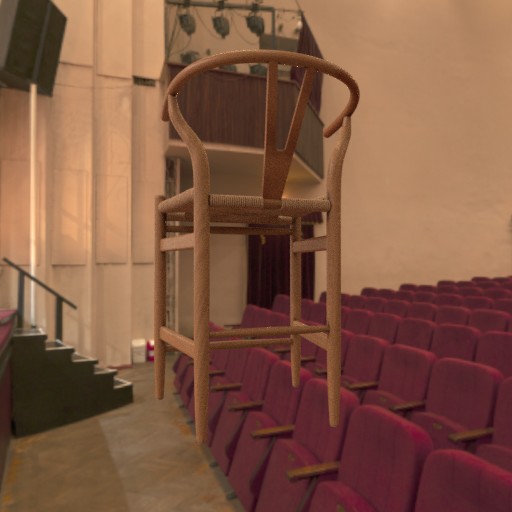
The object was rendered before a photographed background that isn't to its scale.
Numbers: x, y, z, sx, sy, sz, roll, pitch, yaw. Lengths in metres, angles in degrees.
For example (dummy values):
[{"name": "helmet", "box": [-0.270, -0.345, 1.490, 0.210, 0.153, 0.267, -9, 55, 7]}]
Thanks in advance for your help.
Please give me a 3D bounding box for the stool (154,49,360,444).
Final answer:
[{"name": "stool", "box": [0.000, 0.000, 1.270, 0.536, 0.923, 0.575, 0, -1, -18]}]
